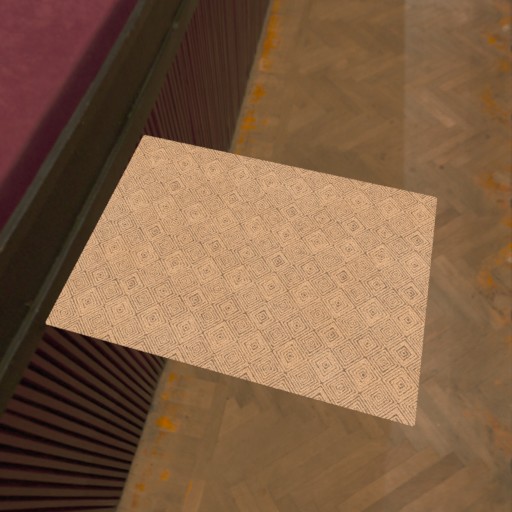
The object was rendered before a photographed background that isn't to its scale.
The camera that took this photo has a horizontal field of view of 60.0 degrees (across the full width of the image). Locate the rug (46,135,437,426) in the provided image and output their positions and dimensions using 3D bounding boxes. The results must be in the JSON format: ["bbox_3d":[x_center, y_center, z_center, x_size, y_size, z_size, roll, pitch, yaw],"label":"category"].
[{"bbox_3d":[0.000,0.000,2.934,2.238,0.008,1.593,14,63,7],"label":"rug"}]
